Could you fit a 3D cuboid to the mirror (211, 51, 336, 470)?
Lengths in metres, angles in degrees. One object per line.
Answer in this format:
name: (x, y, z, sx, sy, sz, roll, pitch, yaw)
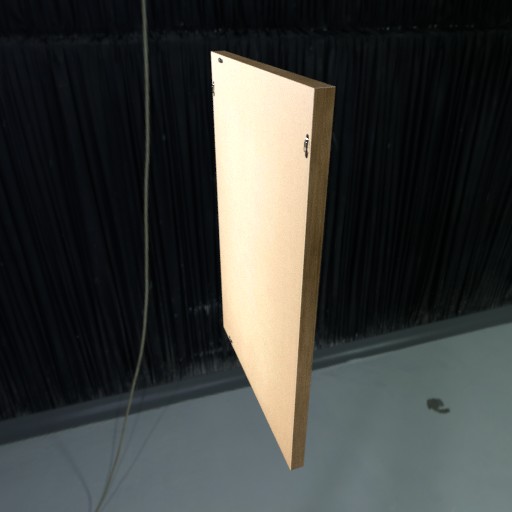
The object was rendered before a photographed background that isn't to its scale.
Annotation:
mirror: (0.000, 0.000, 1.145, 0.041, 0.915, 0.609, -10, 31, -17)
